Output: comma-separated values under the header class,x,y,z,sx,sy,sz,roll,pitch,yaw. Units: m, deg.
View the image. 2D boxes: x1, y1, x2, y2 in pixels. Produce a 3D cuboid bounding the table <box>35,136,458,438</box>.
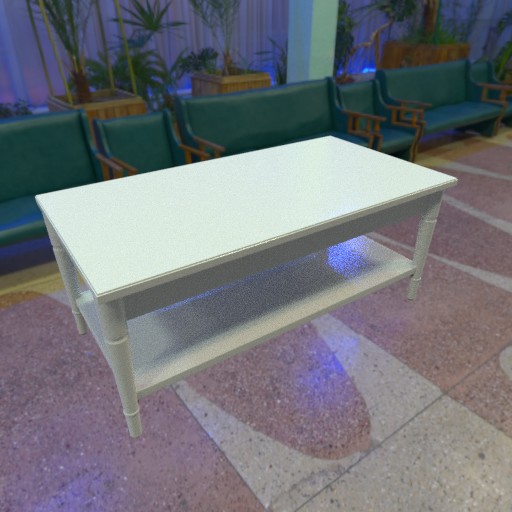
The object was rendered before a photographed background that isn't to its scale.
class,x,y,z,sx,sy,sz,roll,pitch,yaw
table,0.000,0.000,1.369,1.067,0.457,0.559,-19,35,-29
